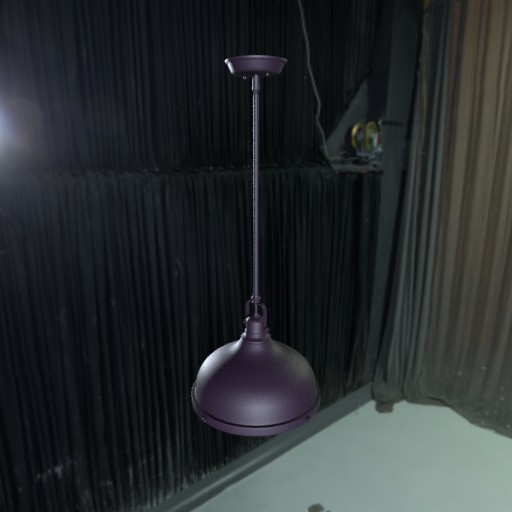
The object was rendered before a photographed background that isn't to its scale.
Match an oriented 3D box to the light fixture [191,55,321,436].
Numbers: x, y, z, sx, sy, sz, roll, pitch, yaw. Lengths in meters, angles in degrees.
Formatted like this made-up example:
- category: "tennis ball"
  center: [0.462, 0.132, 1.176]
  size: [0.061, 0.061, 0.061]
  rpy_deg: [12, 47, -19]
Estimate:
- category: "light fixture"
  center: [0.000, 0.000, 1.041]
  size: [0.341, 0.849, 0.341]
  rpy_deg: [14, 20, 43]
